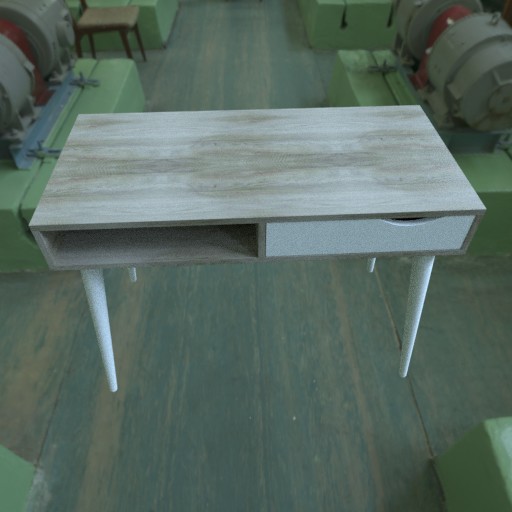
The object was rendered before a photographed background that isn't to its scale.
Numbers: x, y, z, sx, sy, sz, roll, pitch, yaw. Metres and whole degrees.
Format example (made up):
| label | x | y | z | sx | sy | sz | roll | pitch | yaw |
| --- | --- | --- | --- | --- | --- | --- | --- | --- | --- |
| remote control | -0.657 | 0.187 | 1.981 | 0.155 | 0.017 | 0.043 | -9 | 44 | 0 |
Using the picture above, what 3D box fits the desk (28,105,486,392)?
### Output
| label | x | y | z | sx | sy | sz | roll | pitch | yaw |
| --- | --- | --- | --- | --- | --- | --- | --- | --- | --- |
| desk | 0.000 | 0.000 | 1.368 | 0.979 | 0.723 | 0.491 | -2 | 46 | -2 |
